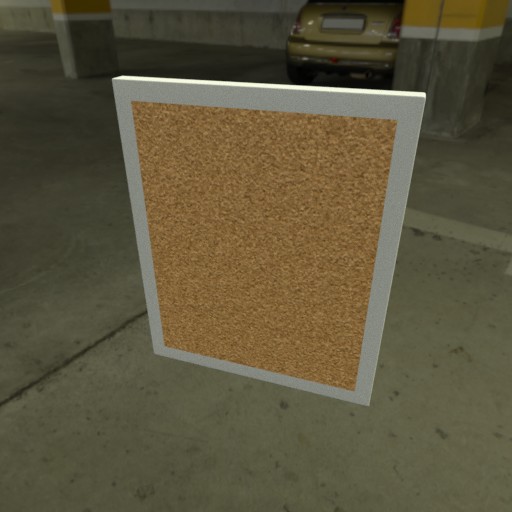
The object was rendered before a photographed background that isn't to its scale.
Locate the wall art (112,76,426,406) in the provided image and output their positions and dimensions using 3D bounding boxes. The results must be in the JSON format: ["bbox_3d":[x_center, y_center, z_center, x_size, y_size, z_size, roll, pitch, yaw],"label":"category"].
[{"bbox_3d":[0.000,0.000,0.763,0.454,0.556,0.028,9,32,16],"label":"wall art"}]
